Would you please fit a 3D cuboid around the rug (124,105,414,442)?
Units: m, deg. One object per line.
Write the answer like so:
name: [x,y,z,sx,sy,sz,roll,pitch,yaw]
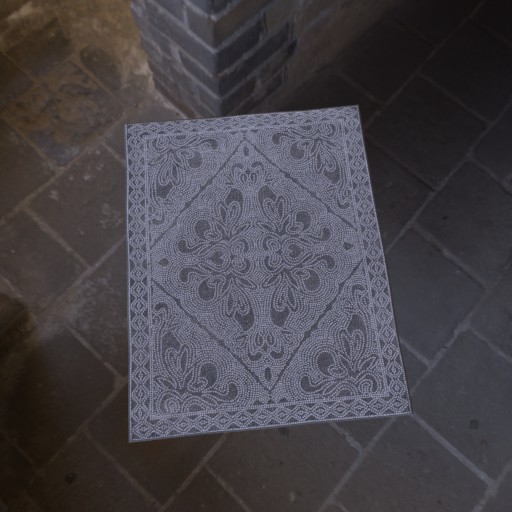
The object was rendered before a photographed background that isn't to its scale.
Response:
rug: [0.000,0.000,4.141,2.438,0.012,3.048,-5,75,-1]
